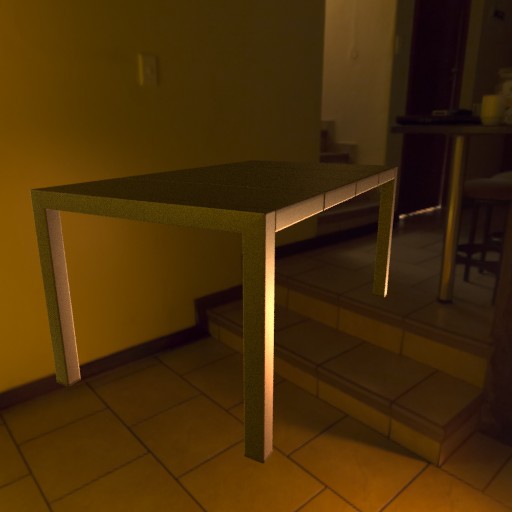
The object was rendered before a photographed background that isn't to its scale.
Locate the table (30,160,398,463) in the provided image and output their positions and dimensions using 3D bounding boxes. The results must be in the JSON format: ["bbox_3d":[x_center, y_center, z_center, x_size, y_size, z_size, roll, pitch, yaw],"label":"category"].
[{"bbox_3d":[0.000,0.000,1.271,0.559,0.460,0.965,9,18,27],"label":"table"}]
